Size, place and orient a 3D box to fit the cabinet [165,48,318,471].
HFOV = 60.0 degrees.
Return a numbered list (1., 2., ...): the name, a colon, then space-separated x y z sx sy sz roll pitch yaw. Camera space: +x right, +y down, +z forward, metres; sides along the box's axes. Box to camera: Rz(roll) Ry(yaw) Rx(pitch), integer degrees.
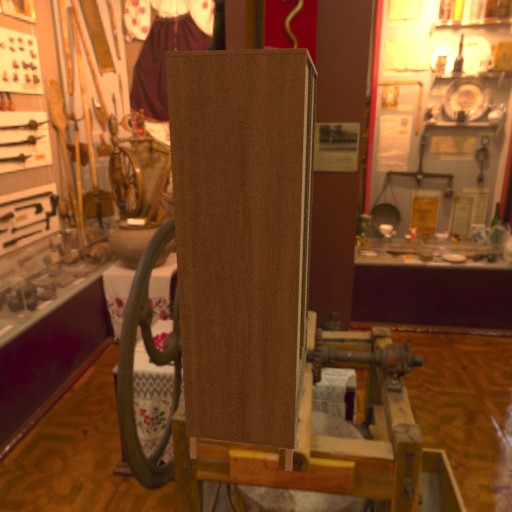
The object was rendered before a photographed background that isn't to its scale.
1. cabinet: 0.000 0.000 2.509 0.571 1.999 1.006 3 17 9
